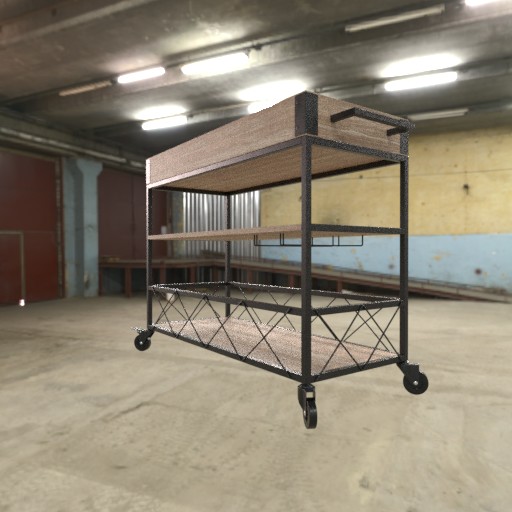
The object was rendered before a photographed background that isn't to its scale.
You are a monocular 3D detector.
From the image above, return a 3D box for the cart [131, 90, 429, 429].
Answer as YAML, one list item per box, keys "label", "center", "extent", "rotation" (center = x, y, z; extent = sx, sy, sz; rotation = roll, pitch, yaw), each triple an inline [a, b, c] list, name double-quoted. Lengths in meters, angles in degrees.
- label: "cart"
  center: [0.000, 0.000, 1.542]
  extent: [0.500, 0.787, 1.101]
  rotation: [0, 1, -36]
